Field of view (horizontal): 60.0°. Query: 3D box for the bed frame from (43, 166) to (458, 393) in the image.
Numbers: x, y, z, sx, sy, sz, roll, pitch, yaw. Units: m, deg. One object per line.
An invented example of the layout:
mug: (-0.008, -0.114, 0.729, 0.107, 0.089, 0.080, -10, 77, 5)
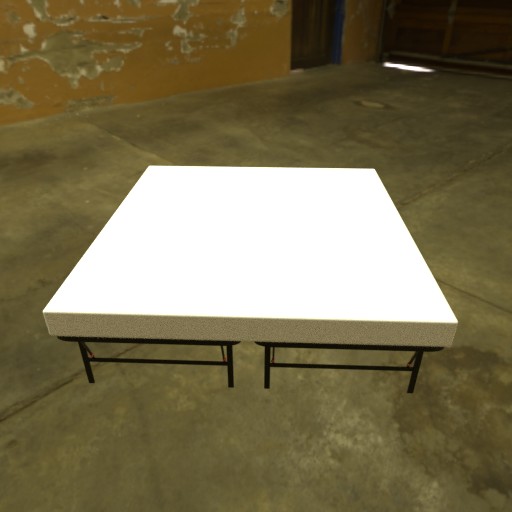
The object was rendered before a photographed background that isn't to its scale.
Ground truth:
bed frame: (0.000, 0.000, 3.063, 1.930, 0.559, 2.032, 1, 31, 2)
